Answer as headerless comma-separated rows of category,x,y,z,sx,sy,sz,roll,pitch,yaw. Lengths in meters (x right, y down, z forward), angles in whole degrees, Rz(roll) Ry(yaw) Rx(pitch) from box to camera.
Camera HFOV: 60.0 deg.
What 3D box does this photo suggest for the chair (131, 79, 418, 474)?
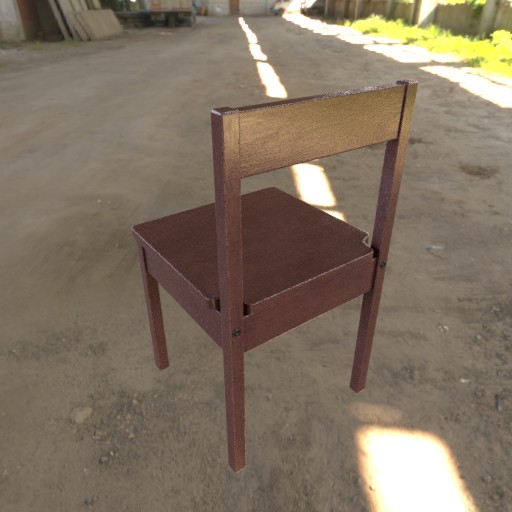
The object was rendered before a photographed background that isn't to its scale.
chair,0.000,0.000,0.880,0.367,0.668,0.361,-20,36,-30
